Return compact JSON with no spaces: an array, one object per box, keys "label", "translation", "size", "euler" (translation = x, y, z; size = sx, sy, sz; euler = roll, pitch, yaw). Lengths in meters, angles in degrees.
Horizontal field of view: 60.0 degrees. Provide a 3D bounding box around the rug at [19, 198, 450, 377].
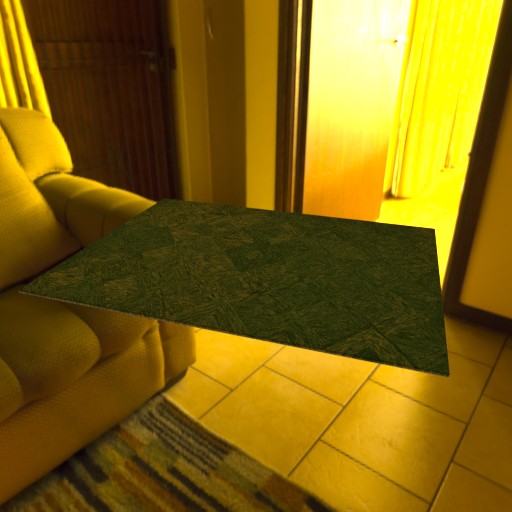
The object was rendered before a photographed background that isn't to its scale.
[{"label":"rug","translation":[0.000,0.000,4.123],"size":[3.217,0.027,2.405],"euler":[8,27,16]}]
